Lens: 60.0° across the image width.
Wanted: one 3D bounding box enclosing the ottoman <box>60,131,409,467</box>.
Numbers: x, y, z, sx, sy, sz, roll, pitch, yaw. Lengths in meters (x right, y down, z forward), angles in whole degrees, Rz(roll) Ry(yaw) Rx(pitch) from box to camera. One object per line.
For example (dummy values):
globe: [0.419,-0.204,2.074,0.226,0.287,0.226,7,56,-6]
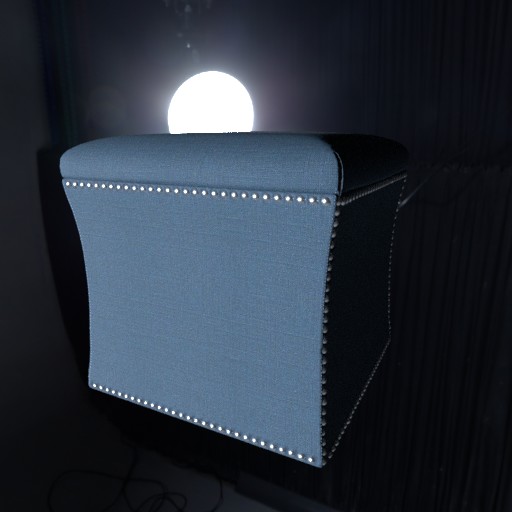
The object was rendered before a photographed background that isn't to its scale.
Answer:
ottoman: [0.000,0.000,0.875,0.497,0.475,0.507,8,17,26]
